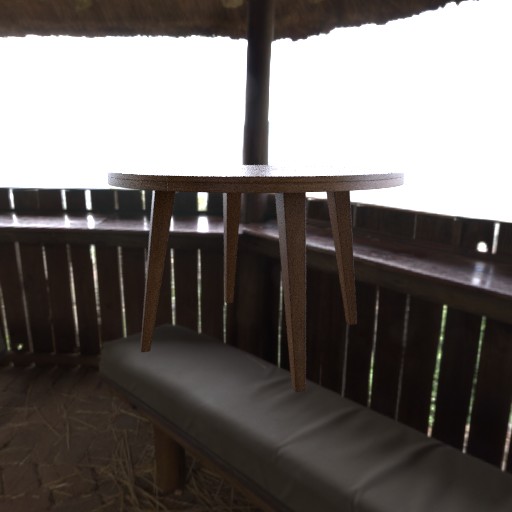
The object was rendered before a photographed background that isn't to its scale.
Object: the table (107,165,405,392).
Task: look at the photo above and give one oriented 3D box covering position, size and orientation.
[{"bbox_3d":[0.000,0.000,1.983,1.213,0.764,1.213,0,13,0],"label":"table"}]
